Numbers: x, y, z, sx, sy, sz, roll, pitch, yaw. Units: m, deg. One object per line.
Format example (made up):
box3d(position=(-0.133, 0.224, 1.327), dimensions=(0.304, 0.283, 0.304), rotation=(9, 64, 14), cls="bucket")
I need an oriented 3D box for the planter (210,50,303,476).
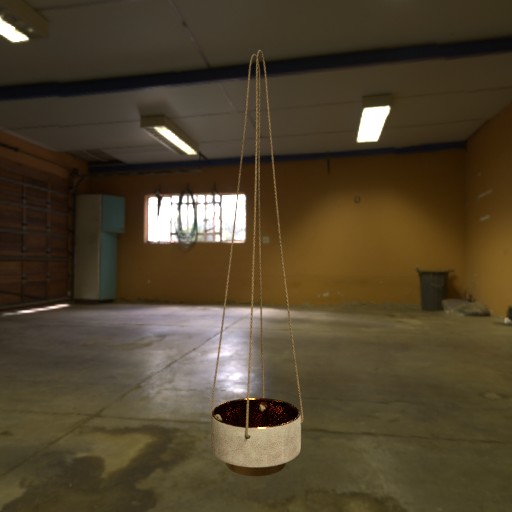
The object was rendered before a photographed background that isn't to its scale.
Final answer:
box3d(position=(0.000, 0.000, 1.117), dimensions=(0.223, 1.030, 0.223), rotation=(1, -1, -35), cls="planter")
